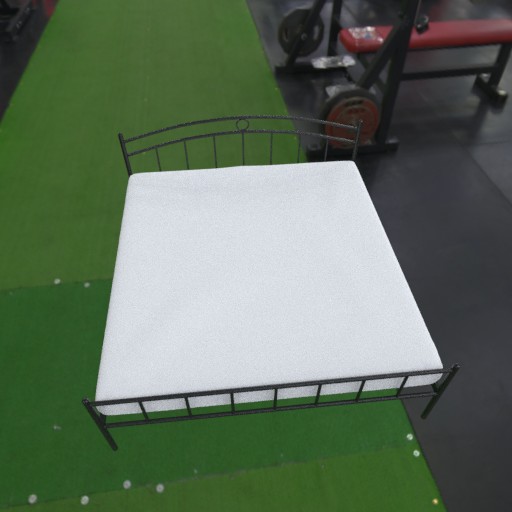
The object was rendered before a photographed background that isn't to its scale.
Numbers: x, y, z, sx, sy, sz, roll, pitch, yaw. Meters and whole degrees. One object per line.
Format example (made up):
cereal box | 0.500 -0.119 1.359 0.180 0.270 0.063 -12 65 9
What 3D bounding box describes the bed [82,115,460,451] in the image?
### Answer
bed | 0.000 0.000 2.980 1.880 0.940 2.040 -4 47 -4
